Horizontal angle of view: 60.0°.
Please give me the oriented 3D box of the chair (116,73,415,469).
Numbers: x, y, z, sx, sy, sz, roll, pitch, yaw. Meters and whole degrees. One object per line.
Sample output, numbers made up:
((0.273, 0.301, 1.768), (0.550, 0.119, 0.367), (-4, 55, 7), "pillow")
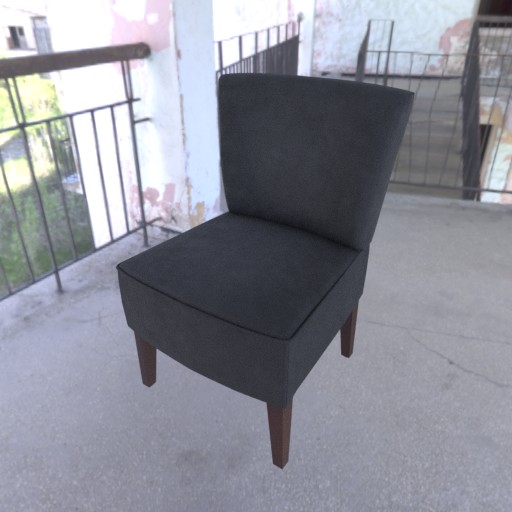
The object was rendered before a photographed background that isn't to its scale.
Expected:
((0.000, 0.000, 1.135), (0.521, 0.806, 0.554), (19, 35, 30), "chair")
